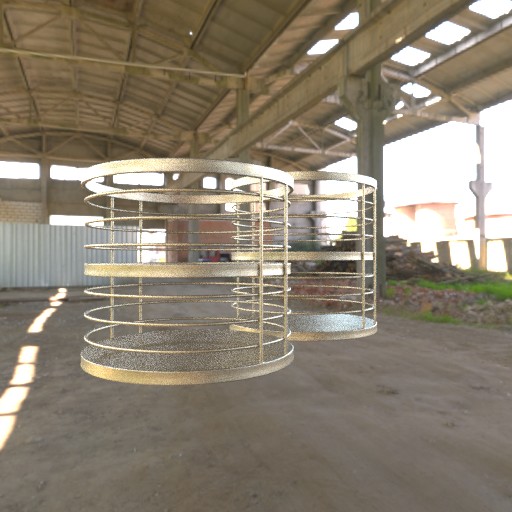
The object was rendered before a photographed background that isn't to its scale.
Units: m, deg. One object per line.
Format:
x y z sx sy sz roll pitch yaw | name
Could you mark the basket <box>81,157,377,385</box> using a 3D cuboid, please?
0.000 0.000 0.929 0.356 0.351 0.746 0 0 35 | basket
